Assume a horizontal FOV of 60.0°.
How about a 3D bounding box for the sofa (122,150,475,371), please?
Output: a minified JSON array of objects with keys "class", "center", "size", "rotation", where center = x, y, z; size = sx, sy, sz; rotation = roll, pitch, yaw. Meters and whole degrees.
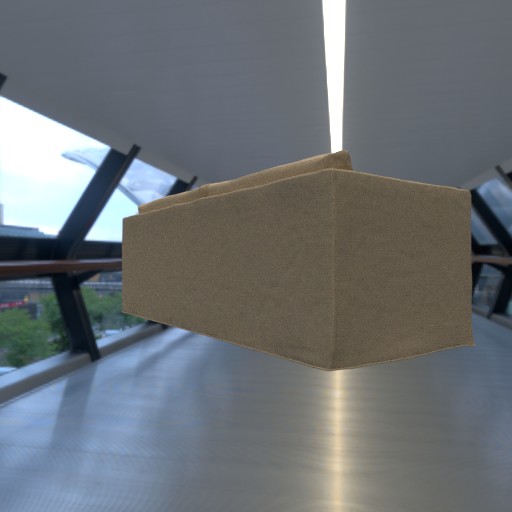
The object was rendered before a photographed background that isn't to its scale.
[{"class":"sofa","center":[0.000,0.000,2.756],"size":[0.962,0.853,2.312],"rotation":[0,-1,-35]}]
